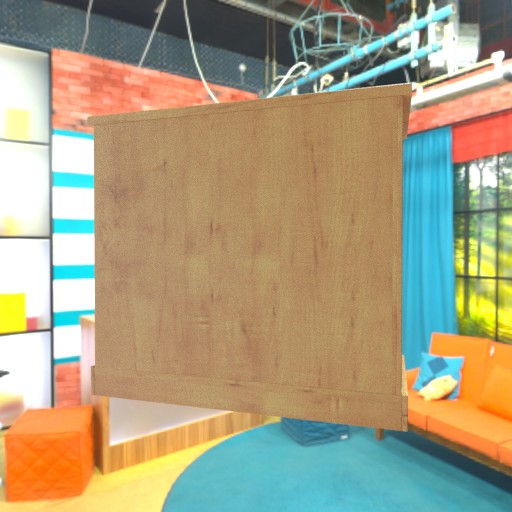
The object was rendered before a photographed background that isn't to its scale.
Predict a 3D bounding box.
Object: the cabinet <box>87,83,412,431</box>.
[{"bbox_3d":[0.000,0.000,1.416,0.920,0.840,0.450,0,1,17],"label":"cabinet"}]
